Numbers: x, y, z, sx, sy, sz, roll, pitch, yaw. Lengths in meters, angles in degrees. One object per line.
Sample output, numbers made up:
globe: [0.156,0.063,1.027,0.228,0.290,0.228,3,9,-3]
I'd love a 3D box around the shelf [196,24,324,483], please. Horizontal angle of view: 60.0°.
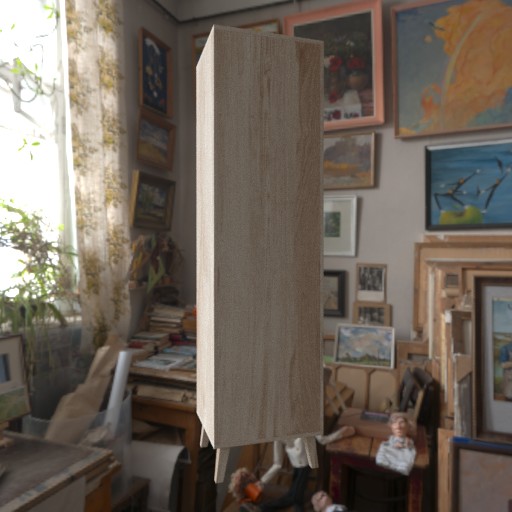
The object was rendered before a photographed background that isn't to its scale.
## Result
shelf: [0.000,0.000,2.168,0.510,1.960,0.450,0,0,-17]
